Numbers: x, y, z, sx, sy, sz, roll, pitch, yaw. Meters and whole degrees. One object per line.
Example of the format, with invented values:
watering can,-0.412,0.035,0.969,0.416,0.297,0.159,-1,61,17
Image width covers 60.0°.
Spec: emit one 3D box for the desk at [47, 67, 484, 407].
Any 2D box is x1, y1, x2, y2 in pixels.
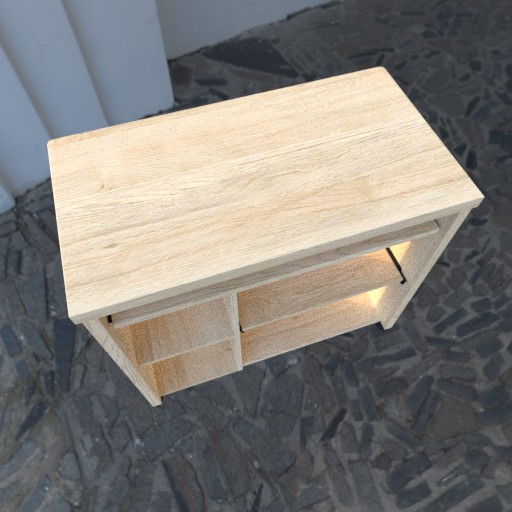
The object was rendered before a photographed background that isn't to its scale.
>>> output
desk,0.000,0.000,1.333,0.885,0.770,0.480,-16,60,-10
